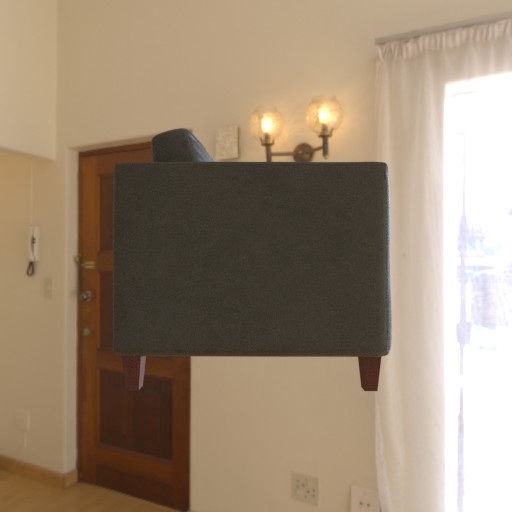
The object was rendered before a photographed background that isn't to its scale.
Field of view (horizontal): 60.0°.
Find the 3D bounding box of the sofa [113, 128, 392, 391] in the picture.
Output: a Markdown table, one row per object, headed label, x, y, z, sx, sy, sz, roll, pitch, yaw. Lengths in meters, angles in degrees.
| label | x | y | z | sx | sy | sz | roll | pitch | yaw |
| --- | --- | --- | --- | --- | --- | --- | --- | --- | --- |
| sofa | 0.000 | 0.000 | 2.370 | 0.951 | 0.933 | 1.883 | 0 | -1 | 1 |
